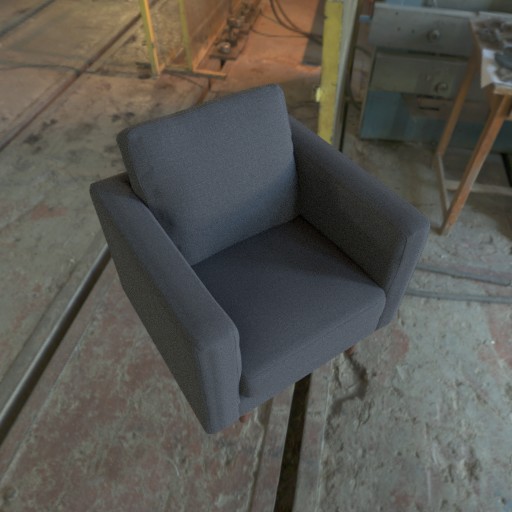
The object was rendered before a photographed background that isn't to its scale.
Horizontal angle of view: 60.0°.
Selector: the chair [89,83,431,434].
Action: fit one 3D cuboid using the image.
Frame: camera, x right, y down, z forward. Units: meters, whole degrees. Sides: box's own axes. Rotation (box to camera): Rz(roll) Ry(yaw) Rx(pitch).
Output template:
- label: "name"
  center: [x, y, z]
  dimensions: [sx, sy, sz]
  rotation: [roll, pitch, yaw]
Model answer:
- label: "chair"
  center: [0.000, 0.000, 1.594]
  dimensions: [0.854, 0.927, 0.800]
  rotation: [-26, 52, -22]
